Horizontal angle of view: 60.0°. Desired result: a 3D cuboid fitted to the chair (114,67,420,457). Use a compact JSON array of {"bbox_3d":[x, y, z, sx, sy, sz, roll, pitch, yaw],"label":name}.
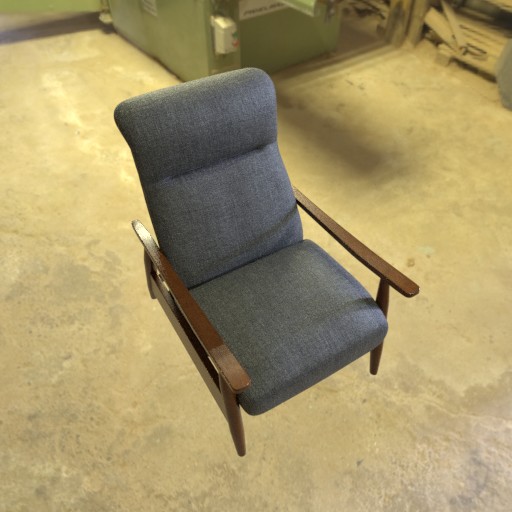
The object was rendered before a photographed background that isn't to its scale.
[{"bbox_3d":[0.000,0.000,1.806,0.762,1.082,1.030,-24,51,-21],"label":"chair"}]
